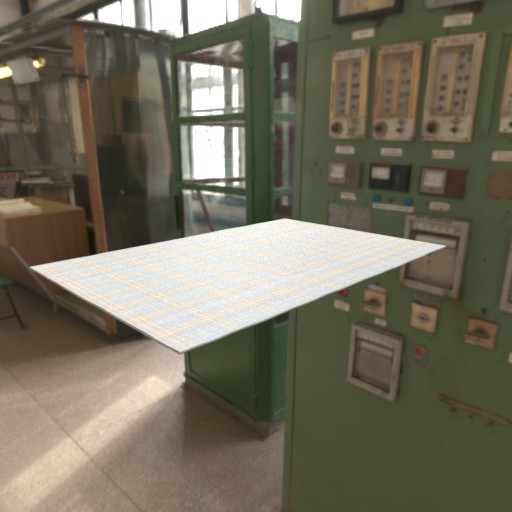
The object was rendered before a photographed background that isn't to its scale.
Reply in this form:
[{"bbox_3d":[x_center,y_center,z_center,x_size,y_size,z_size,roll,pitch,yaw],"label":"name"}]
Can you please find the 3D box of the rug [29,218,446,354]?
[{"bbox_3d":[0.000,0.000,2.307,1.835,0.012,1.231,-14,21,-43],"label":"rug"}]
